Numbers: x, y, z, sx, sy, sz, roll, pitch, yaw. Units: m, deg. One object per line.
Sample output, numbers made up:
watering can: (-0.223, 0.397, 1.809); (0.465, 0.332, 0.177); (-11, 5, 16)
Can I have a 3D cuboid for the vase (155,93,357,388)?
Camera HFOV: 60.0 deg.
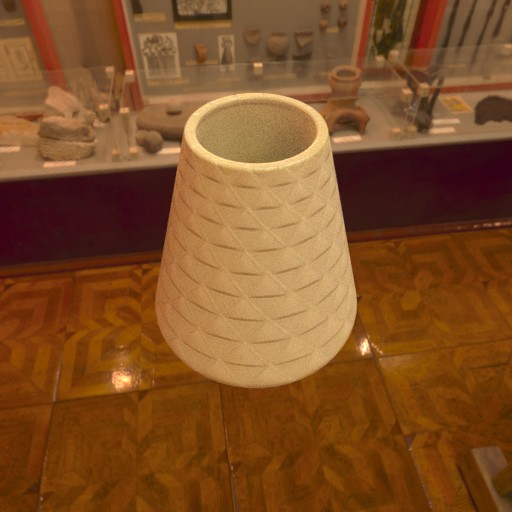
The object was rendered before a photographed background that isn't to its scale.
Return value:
vase: (0.000, 0.000, 0.354); (0.175, 0.230, 0.175); (0, 47, 0)
